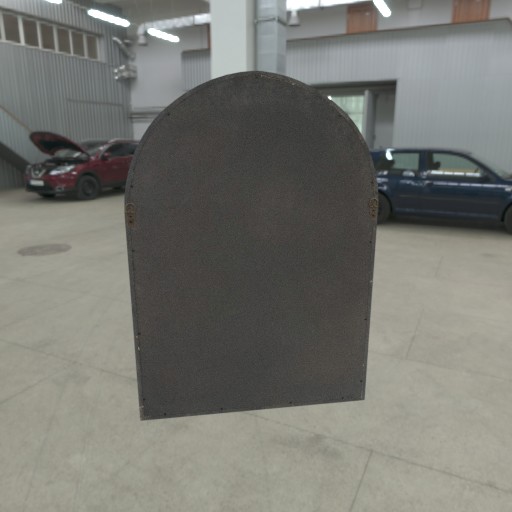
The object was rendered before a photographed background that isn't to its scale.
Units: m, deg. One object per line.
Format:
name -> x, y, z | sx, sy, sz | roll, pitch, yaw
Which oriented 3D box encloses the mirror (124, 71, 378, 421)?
mirror -> 0.000, 0.000, 1.186 | 0.660, 0.920, 0.032 | -2, 15, -9
